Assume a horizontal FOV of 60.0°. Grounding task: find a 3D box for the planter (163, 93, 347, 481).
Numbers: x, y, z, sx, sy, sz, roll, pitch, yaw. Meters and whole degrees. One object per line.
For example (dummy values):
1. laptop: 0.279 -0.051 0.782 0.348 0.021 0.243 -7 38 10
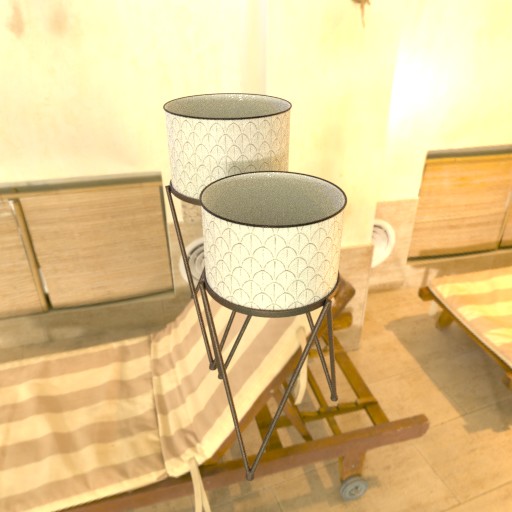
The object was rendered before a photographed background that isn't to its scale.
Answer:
1. planter: 0.000 0.000 1.175 0.413 0.712 0.769 -8 30 -13
